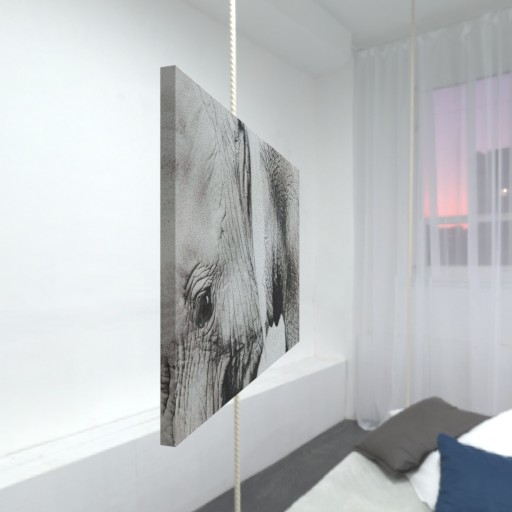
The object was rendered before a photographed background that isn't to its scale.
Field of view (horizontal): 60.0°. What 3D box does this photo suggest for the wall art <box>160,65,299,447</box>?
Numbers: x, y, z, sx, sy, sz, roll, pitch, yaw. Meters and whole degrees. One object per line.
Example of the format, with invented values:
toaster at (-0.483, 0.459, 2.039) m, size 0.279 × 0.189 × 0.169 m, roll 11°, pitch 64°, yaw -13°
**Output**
wall art at (0.000, 0.000, 1.426) m, size 0.035 × 0.758 × 1.141 m, roll 0°, pitch 0°, yaw 18°
